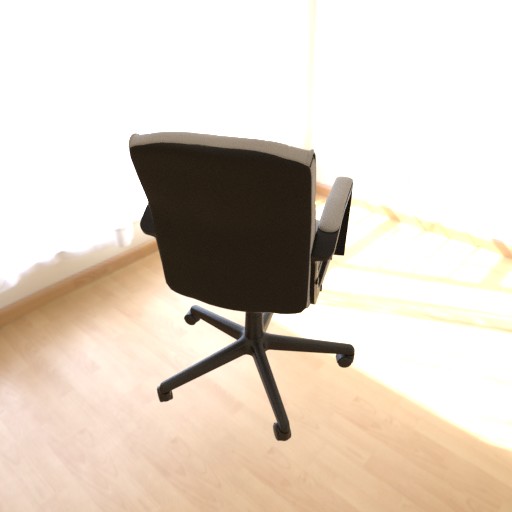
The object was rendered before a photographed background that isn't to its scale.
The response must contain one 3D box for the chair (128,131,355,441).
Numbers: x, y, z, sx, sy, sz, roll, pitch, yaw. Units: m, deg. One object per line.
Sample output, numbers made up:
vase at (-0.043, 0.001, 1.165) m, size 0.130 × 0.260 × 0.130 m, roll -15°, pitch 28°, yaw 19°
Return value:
chair at (0.000, 0.000, 1.486) m, size 0.739 × 1.004 × 0.717 m, roll 9°, pitch 33°, yaw 14°
